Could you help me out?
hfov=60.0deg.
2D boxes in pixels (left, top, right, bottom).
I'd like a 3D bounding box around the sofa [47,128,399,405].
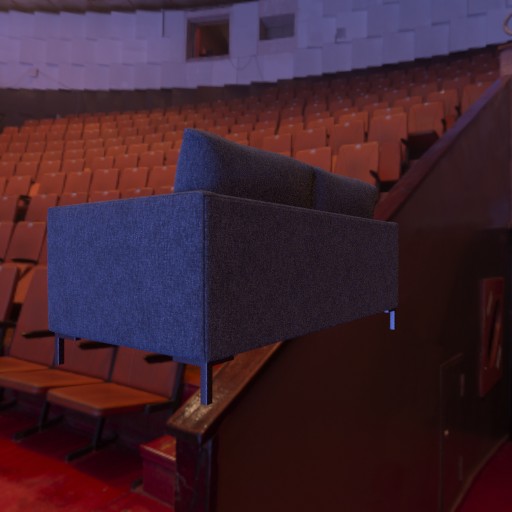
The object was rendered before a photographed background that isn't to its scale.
[{"bbox_3d":[0.000,0.000,2.191,0.866,0.862,1.716,0,0,36],"label":"sofa"}]
